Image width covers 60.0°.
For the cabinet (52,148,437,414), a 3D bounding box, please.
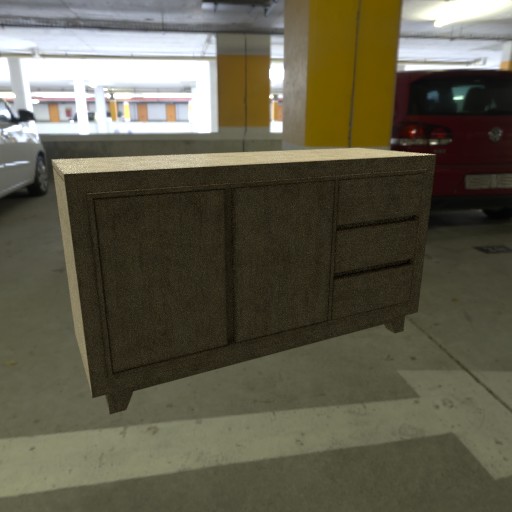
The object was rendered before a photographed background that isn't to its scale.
[{"bbox_3d":[0.000,0.000,1.885,1.460,0.825,0.511,-9,19,-26],"label":"cabinet"}]
